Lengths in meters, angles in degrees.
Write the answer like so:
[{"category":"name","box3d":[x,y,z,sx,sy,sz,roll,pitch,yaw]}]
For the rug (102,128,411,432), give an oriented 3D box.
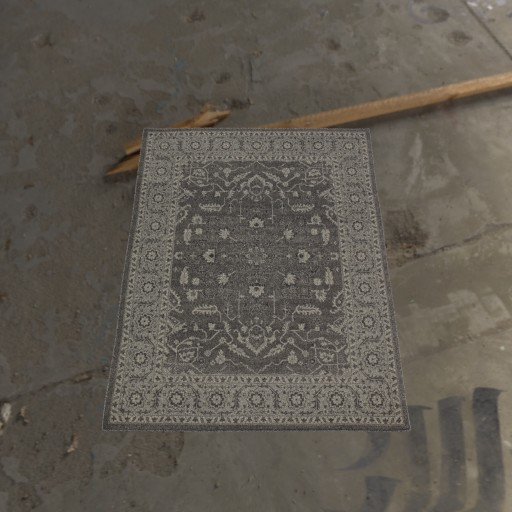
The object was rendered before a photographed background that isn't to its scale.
[{"category":"rug","box3d":[0.000,0.000,4.156,2.451,0.026,3.069,0,65,0]}]
